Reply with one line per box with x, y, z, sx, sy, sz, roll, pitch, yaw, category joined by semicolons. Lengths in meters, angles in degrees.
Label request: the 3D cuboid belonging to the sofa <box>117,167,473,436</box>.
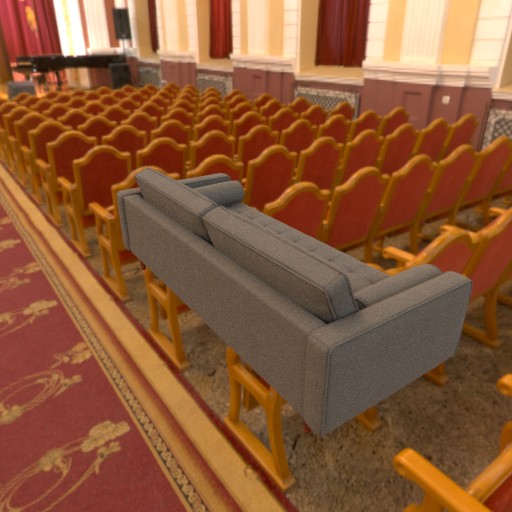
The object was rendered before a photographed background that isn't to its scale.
0.000;0.000;2.651;0.914;0.762;2.198;-17;31;-31;sofa
